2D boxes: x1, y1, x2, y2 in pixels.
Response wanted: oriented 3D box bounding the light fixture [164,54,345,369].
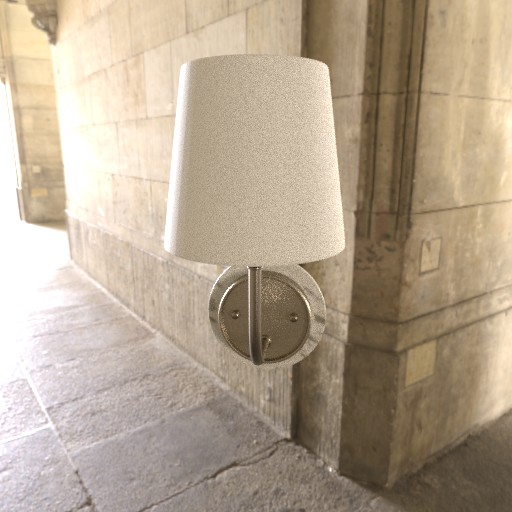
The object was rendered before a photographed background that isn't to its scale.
[{"bbox_3d":[0.000,0.000,0.431,0.168,0.337,0.188,2,14,8],"label":"light fixture"}]
